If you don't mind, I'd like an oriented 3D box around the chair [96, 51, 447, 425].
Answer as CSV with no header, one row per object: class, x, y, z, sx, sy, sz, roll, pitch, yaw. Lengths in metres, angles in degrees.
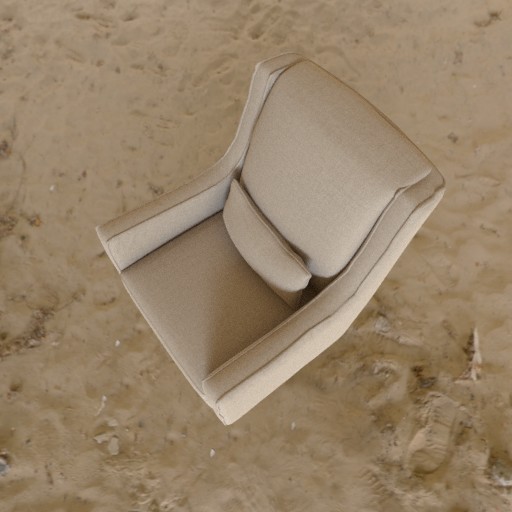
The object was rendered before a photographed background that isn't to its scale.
chair,0.000,0.000,1.595,0.879,0.993,0.732,-34,68,-16
